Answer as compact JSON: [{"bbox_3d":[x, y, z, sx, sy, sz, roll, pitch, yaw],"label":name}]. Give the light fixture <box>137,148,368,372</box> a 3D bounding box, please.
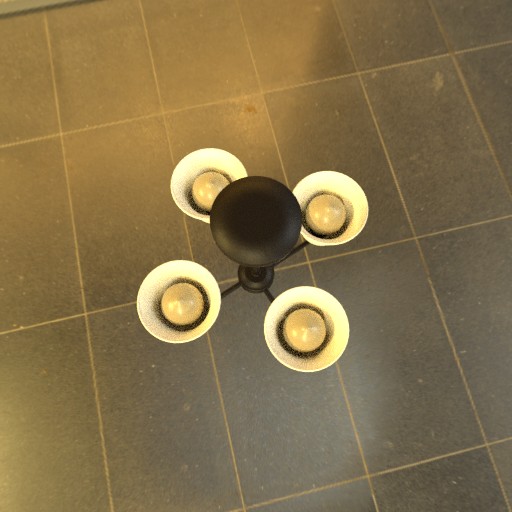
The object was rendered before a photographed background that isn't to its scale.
[{"bbox_3d":[0.000,0.000,1.878,1.069,0.925,1.069,-32,77,-8],"label":"light fixture"}]
